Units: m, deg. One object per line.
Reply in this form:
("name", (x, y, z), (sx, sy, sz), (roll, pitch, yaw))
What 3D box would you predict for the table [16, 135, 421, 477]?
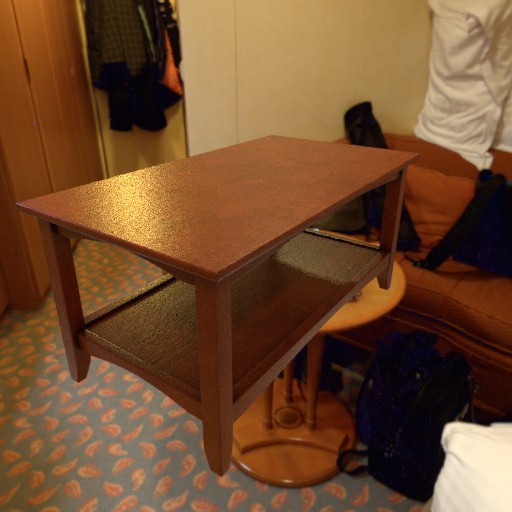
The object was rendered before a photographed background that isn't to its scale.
("table", (0.000, 0.000, 1.205), (0.533, 0.456, 0.943), (17, 30, 32))
